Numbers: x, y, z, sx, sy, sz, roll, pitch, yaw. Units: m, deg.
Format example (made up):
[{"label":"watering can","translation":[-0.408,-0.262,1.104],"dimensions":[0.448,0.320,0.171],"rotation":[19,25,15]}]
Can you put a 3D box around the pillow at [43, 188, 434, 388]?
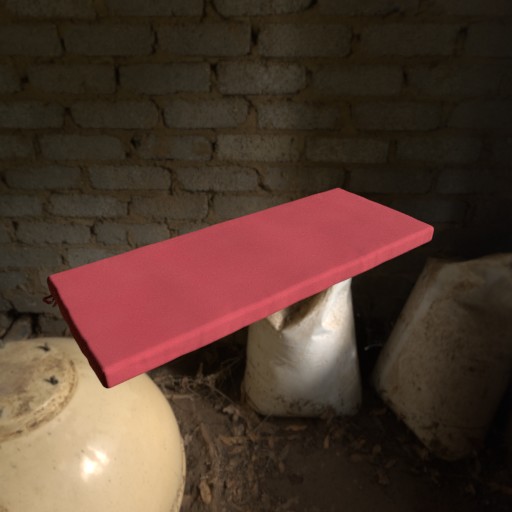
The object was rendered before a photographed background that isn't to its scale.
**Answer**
[{"label":"pillow","translation":[0.000,0.000,1.382],"dimensions":[1.187,0.081,0.492],"rotation":[-20,36,-31]}]
